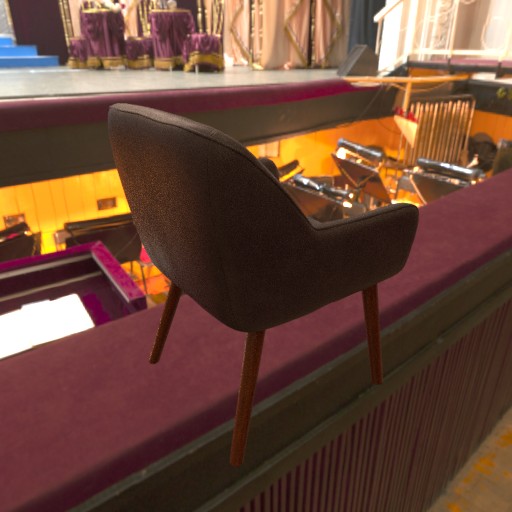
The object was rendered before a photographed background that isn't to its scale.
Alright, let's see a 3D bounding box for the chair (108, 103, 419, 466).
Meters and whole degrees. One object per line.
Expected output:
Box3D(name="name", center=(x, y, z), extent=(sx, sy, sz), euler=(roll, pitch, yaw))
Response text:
Box3D(name="chair", center=(0.000, 0.000, 1.235), extent=(0.610, 0.828, 0.610), euler=(-18, 31, -32))
